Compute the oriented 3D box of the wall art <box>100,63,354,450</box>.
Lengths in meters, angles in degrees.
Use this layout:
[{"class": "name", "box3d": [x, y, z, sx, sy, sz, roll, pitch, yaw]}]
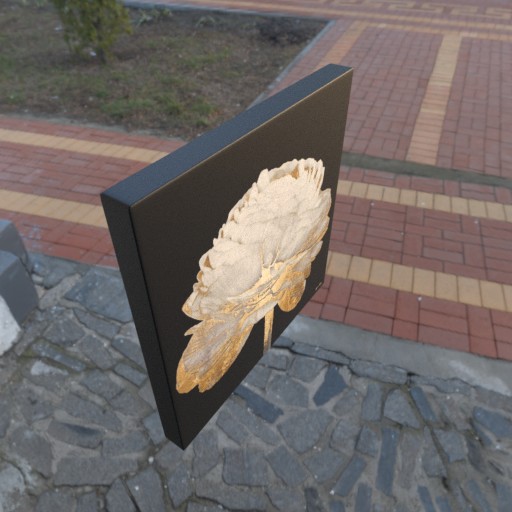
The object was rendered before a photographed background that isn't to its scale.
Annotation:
[{"class": "wall art", "box3d": [0.000, 0.000, 0.613, 0.041, 0.407, 0.406, 24, 46, 26]}]
